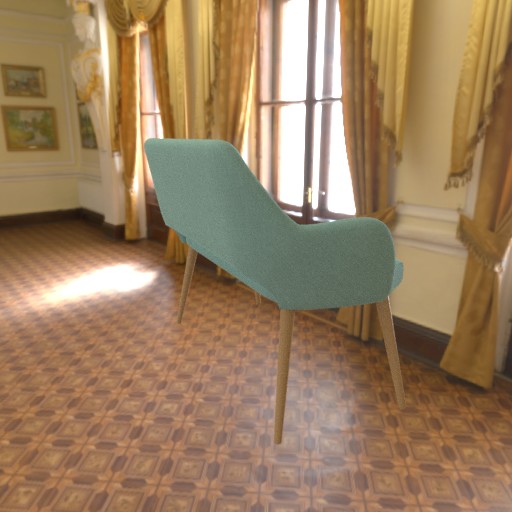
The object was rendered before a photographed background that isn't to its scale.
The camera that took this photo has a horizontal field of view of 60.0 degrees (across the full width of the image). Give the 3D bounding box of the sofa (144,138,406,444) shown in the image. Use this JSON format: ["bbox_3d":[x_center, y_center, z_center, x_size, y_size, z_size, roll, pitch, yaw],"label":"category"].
[{"bbox_3d":[0.000,0.000,1.638,0.610,0.840,1.150,-8,17,-26],"label":"sofa"}]
